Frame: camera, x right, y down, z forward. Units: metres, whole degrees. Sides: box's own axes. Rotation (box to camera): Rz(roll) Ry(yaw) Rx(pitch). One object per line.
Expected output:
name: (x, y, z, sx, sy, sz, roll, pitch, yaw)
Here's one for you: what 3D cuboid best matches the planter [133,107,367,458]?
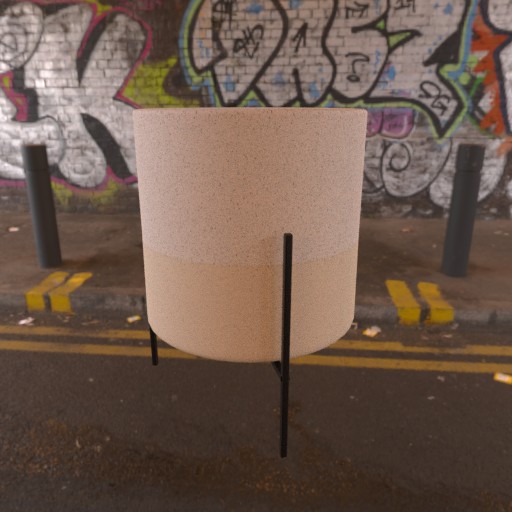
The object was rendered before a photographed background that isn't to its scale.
planter: (0.000, 0.000, 0.672, 0.335, 0.423, 0.313, -17, 24, -42)
